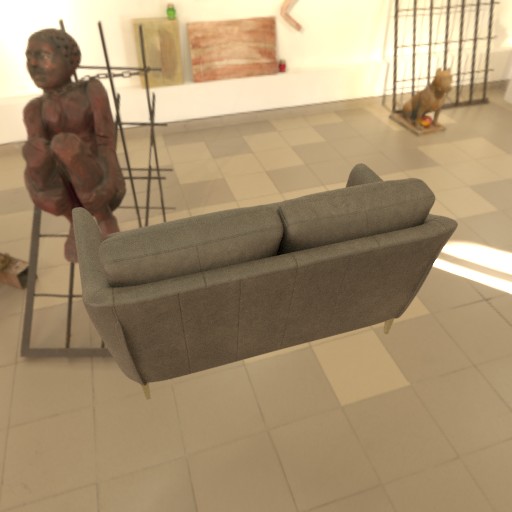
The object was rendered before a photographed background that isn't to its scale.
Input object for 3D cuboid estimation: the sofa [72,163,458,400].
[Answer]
[{"bbox_3d":[0.000,0.000,2.139,1.619,0.902,0.960,-12,41,-14],"label":"sofa"}]
